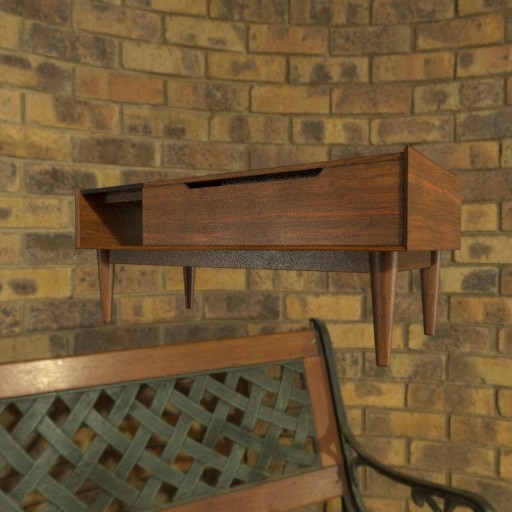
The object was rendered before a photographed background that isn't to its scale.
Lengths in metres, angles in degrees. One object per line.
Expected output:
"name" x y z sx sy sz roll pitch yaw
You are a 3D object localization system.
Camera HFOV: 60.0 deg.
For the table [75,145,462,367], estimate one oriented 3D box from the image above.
"table" 0.000 0.000 1.559 1.221 0.508 0.610 1 2 35
